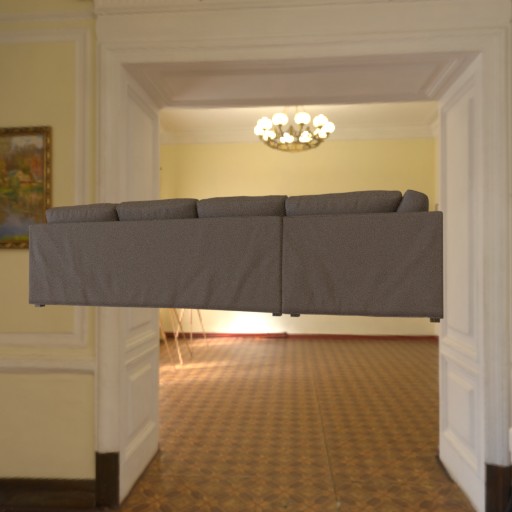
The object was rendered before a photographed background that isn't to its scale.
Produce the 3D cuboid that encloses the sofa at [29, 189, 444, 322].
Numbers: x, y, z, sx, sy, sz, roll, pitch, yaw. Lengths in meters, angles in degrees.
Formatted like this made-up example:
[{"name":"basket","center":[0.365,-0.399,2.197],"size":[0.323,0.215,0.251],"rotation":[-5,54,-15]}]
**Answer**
[{"name":"sofa","center":[0.000,0.000,4.315],"size":[3.182,0.871,2.432],"rotation":[0,-1,18]}]
